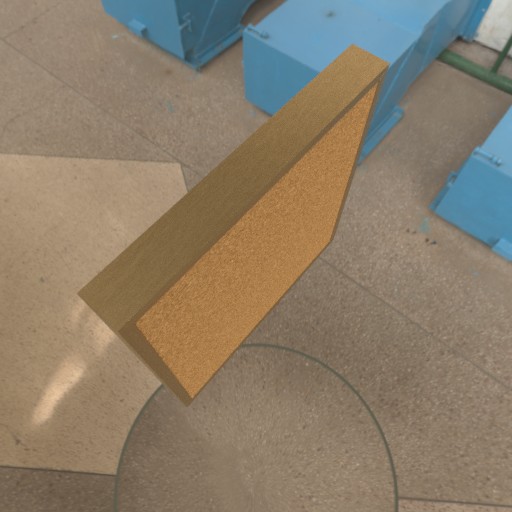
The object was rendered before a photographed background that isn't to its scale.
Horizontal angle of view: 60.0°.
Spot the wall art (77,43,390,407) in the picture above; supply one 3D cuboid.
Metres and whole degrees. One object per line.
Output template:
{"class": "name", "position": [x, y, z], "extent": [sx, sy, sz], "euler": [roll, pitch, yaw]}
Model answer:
{"class": "wall art", "position": [0.000, 0.000, 0.461], "extent": [0.038, 0.305, 0.304], "euler": [37, 69, 17]}
